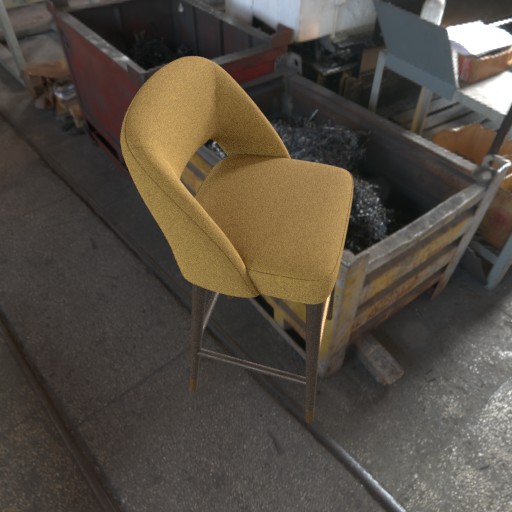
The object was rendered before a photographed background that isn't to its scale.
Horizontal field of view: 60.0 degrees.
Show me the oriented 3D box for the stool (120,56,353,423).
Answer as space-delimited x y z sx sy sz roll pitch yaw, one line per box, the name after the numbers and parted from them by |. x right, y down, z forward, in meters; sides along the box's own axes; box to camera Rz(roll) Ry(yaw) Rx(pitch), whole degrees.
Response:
0.000 0.000 1.324 0.522 1.032 0.536 11 47 10 | stool
